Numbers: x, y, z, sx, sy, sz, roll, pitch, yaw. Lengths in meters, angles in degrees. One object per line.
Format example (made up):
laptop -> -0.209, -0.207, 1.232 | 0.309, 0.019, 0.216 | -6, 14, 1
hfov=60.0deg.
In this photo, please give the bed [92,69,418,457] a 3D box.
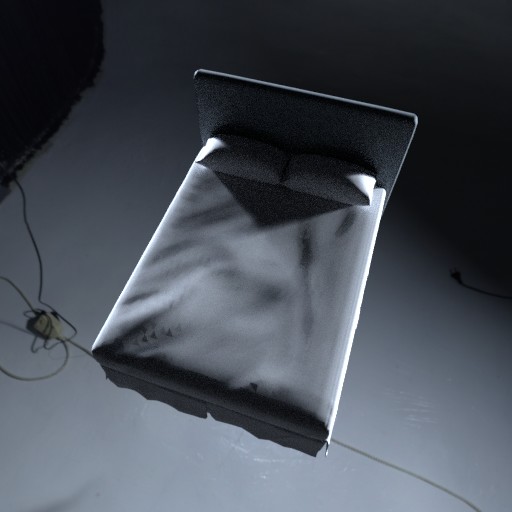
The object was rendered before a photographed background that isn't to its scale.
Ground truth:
bed -> 0.000, 0.000, 3.193 | 1.713, 1.330, 2.142 | 16, 59, 10
